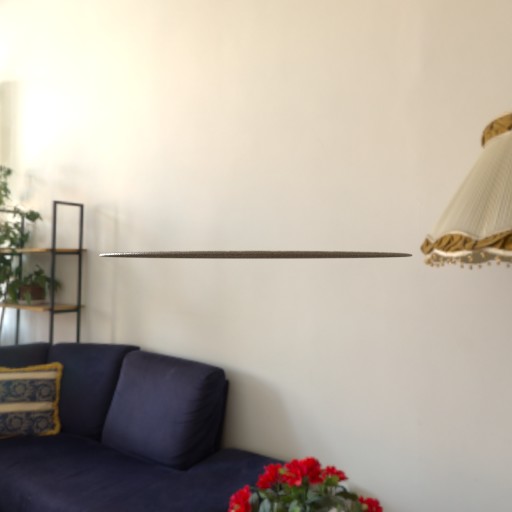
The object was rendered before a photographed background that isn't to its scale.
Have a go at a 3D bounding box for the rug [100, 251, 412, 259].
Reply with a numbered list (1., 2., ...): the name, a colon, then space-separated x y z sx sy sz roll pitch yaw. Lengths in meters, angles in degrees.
1. rug: 0.000 0.000 2.394 1.593 0.012 1.593 0 -1 0
